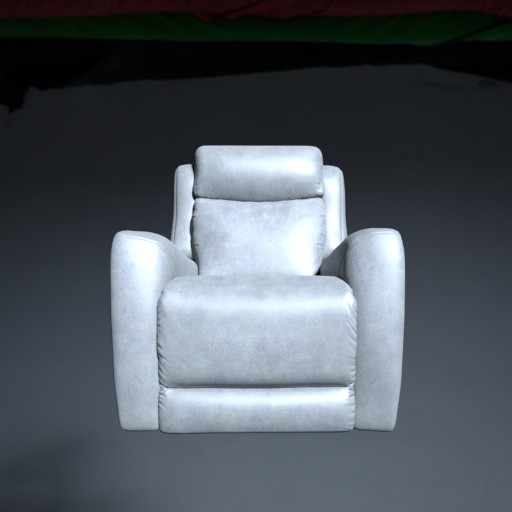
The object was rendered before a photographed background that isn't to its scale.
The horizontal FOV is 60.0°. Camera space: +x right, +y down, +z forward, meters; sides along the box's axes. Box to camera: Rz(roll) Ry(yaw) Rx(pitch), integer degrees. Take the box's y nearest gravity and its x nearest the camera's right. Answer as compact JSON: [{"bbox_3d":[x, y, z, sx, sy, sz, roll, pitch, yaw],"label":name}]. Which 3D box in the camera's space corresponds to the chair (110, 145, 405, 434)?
[{"bbox_3d":[0.000,0.000,1.879,0.967,1.116,1.068,0,1,1],"label":"chair"}]
